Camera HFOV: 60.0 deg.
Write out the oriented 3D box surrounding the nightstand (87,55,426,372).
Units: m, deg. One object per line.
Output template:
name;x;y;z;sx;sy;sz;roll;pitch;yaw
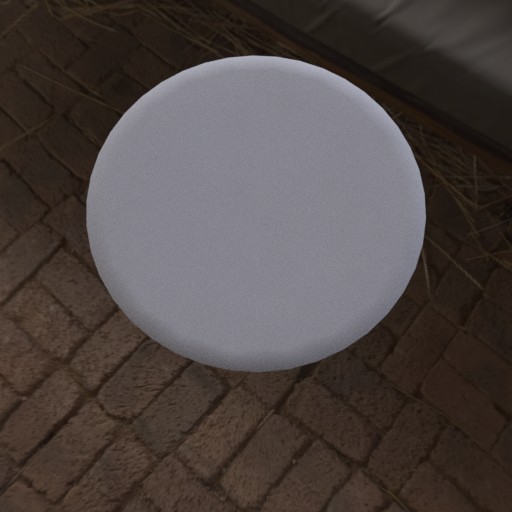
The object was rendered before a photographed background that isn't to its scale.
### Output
nightstand;0.000;0.000;0.985;0.513;0.653;0.513;16;75;5
